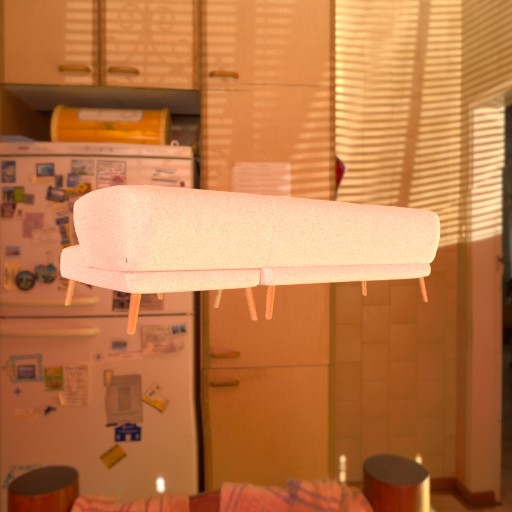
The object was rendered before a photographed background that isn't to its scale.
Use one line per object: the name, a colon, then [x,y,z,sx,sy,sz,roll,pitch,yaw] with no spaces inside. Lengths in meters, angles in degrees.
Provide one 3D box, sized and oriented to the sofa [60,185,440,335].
sofa: [0.000,0.000,3.385,2.660,0.730,1.610,0,1,-35]
